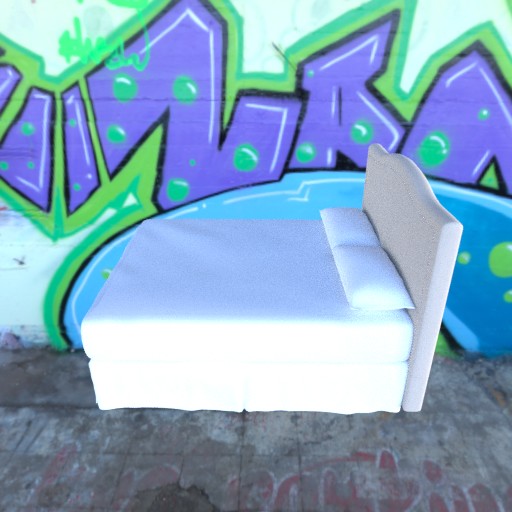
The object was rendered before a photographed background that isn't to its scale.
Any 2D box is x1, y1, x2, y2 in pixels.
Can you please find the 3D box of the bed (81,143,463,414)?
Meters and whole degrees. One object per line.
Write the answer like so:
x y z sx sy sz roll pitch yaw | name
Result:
0.000 0.000 3.161 2.052 1.398 1.678 0 27 1 | bed
